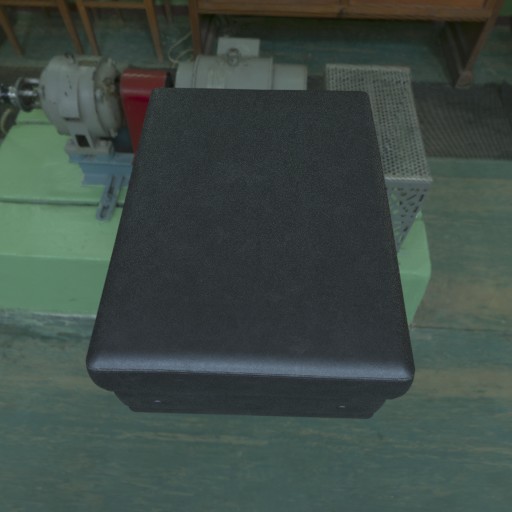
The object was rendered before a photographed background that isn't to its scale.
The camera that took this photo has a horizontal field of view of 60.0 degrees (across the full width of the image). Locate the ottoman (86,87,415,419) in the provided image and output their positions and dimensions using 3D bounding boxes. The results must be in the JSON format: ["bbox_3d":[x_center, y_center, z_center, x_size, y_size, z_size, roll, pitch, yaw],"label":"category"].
[{"bbox_3d":[0.000,0.000,1.155,0.590,0.498,0.795,1,57,1],"label":"ottoman"}]
